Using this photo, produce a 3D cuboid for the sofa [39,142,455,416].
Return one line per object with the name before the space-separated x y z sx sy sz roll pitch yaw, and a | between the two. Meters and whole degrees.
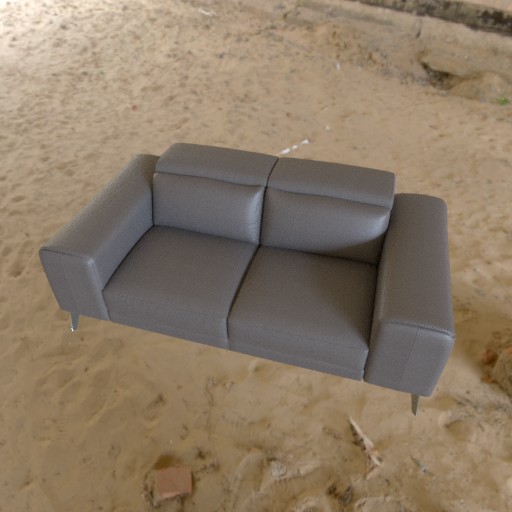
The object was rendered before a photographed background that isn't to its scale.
sofa | 0.000 0.000 2.414 1.930 0.753 1.024 11 42 12
